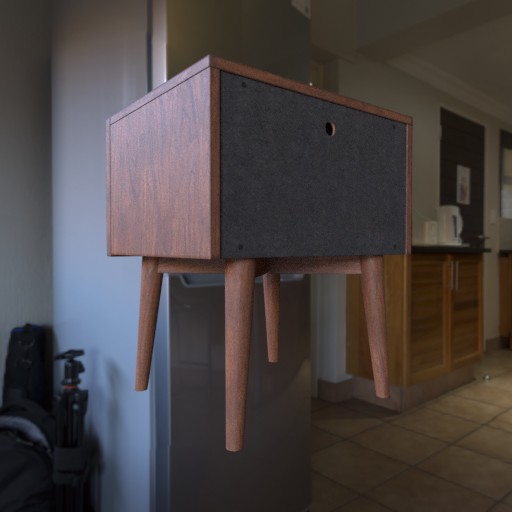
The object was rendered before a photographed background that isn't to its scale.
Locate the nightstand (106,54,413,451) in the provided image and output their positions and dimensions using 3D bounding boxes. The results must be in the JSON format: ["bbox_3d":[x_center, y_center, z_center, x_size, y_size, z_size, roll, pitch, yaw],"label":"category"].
[{"bbox_3d":[0.000,0.000,0.988,0.521,0.607,0.445,-1,2,-38],"label":"nightstand"}]
